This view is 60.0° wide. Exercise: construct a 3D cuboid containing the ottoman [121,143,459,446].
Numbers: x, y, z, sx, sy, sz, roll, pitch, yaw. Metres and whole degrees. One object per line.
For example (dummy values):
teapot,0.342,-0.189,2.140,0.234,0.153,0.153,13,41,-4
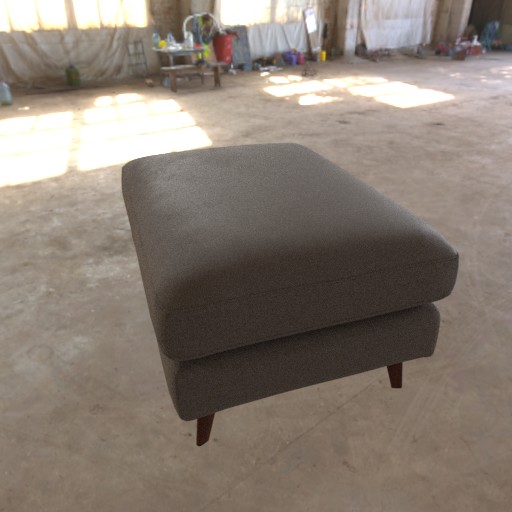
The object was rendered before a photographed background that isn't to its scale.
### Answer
ottoman,0.000,0.000,1.168,0.608,0.449,0.811,-10,31,-17
